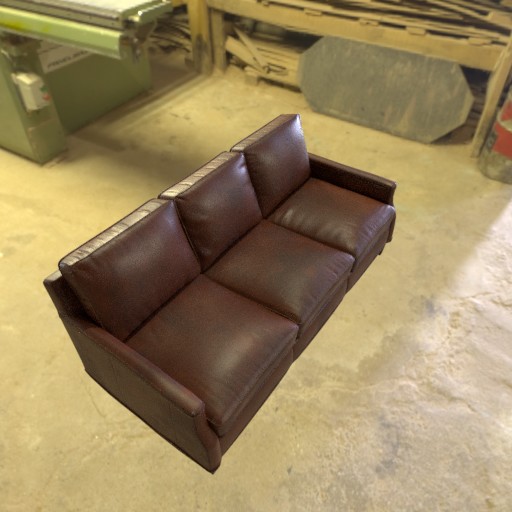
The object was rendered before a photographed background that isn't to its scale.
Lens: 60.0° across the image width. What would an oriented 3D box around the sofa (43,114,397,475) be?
[{"bbox_3d":[0.000,0.000,2.841,1.084,1.003,2.240,26,49,25],"label":"sofa"}]
